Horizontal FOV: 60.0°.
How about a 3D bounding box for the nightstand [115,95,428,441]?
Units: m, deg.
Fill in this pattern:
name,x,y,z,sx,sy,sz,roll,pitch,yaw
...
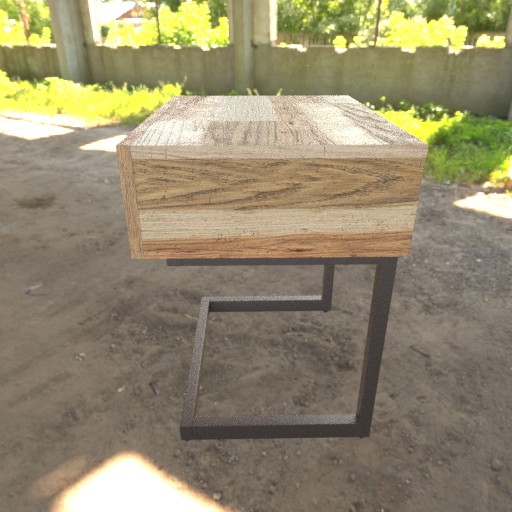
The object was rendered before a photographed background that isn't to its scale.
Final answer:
name,x,y,z,sx,sy,sz,roll,pitch,yaw
nightstand,0.000,0.000,1.017,0.481,0.632,0.558,0,27,-1
